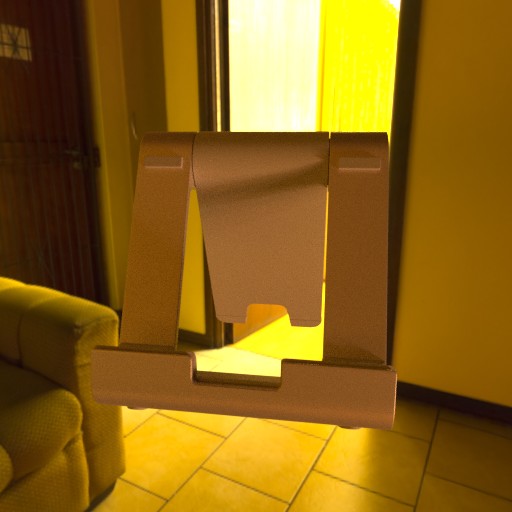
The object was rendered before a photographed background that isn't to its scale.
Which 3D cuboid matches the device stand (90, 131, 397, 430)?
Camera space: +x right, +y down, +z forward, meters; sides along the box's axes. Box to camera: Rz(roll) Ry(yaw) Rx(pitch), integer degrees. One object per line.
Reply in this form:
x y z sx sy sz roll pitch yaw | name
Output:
0.000 0.000 0.153 0.086 0.084 0.079 2 15 8 | device stand
